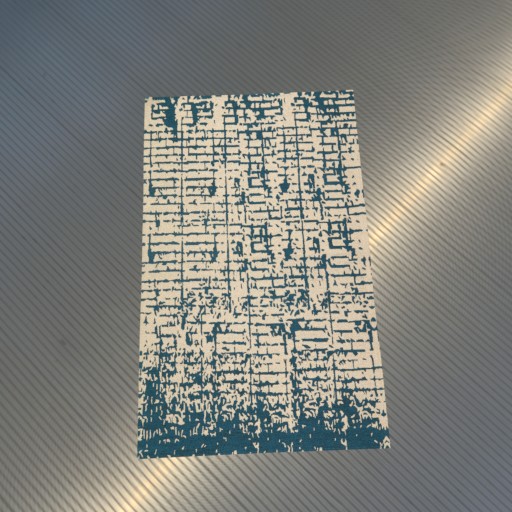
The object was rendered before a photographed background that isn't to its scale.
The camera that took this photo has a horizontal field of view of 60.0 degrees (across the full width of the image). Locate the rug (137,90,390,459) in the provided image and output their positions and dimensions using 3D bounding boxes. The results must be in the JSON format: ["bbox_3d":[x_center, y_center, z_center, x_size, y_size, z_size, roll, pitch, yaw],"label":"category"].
[{"bbox_3d":[0.000,0.000,2.937,1.517,0.011,2.435,-2,76,-1],"label":"rug"}]
